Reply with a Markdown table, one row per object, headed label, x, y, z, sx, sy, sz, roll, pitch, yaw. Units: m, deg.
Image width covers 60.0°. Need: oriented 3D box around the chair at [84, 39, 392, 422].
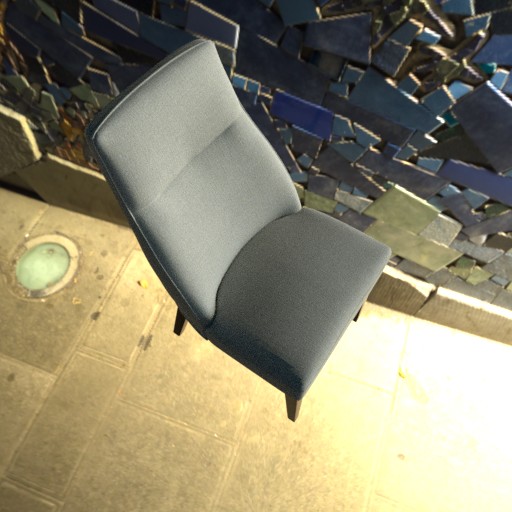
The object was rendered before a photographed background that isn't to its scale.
| label | x | y | z | sx | sy | sz | roll | pitch | yaw |
| --- | --- | --- | --- | --- | --- | --- | --- | --- | --- |
| chair | 0.000 | 0.000 | 1.233 | 0.620 | 0.930 | 0.500 | 31 | 64 | 17 |
